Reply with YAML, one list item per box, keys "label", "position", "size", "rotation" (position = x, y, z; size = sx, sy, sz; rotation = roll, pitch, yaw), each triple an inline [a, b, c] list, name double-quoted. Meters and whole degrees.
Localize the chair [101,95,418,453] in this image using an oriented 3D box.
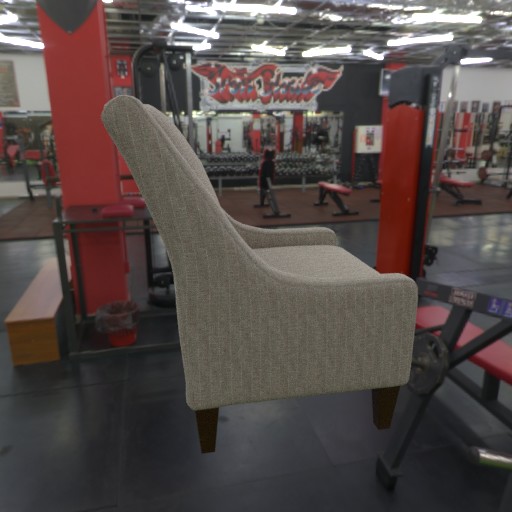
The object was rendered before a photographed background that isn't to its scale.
- label: "chair"
  position: [0.000, 0.000, 1.565]
  size: [0.870, 1.014, 0.774]
  rotation: [-3, 16, -11]
